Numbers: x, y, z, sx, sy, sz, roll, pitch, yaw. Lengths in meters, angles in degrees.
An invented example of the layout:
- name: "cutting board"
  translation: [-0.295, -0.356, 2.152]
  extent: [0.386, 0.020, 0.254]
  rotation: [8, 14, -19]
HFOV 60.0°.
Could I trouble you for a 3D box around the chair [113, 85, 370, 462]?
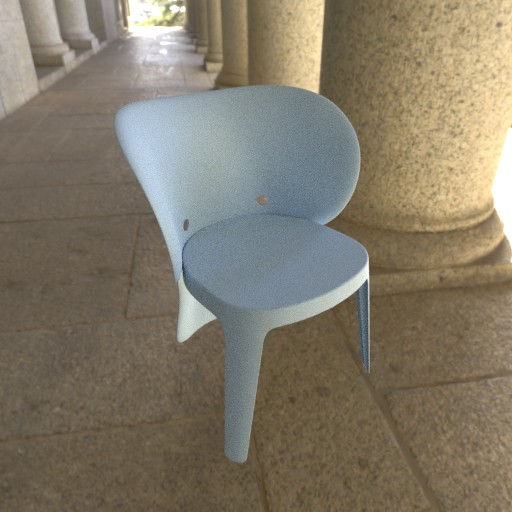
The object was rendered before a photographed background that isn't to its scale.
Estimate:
- name: "chair"
  translation: [0.000, 0.000, 0.854]
  extent: [0.451, 0.554, 0.402]
  rotation: [-22, 37, -33]
